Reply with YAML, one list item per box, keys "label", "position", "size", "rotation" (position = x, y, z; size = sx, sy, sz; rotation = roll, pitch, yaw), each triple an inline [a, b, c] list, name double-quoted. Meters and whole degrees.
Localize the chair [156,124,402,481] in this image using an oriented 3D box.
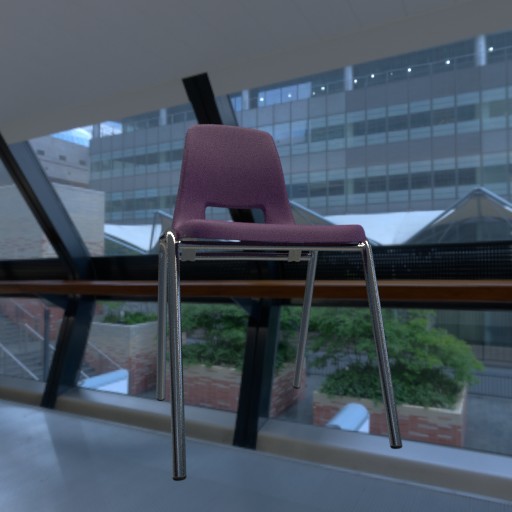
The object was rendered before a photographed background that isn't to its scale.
- label: "chair"
  position: [0.000, 0.000, 0.891]
  size: [0.381, 0.654, 0.432]
  rotation: [0, -1, -18]
